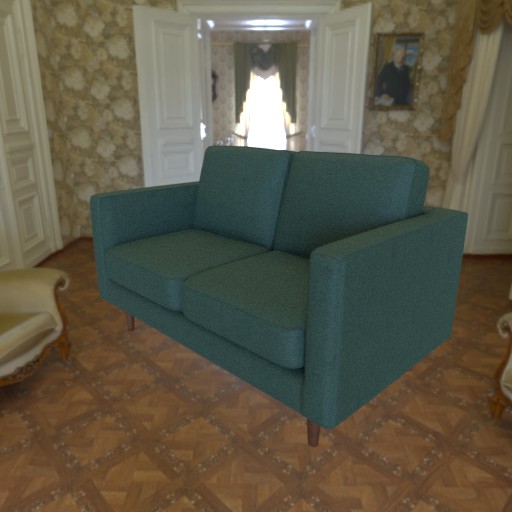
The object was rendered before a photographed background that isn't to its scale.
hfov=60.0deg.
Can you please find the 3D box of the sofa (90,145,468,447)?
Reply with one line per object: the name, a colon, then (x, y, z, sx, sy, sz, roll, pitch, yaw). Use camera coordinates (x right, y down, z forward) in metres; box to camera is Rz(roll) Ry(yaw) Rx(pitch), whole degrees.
sofa: (0.000, 0.000, 1.949, 0.879, 0.899, 1.430, -16, 23, -42)
